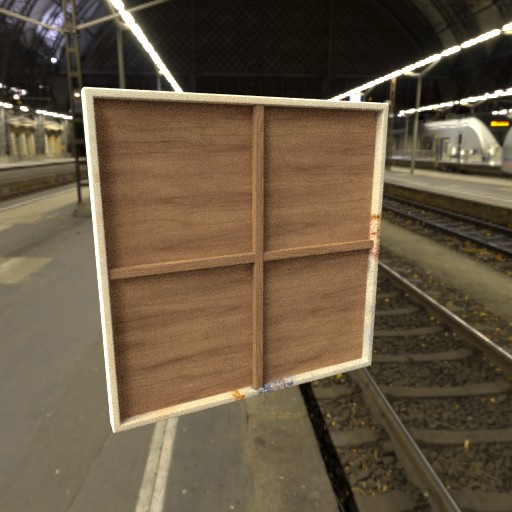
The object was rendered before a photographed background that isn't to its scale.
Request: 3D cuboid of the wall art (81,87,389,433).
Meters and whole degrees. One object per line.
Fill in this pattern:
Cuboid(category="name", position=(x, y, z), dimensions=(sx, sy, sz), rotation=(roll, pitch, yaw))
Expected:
Cuboid(category="wall art", position=(0.000, 0.000, 1.569), dimensions=(1.061, 1.061, 0.071), rotation=(-7, 15, -25))
